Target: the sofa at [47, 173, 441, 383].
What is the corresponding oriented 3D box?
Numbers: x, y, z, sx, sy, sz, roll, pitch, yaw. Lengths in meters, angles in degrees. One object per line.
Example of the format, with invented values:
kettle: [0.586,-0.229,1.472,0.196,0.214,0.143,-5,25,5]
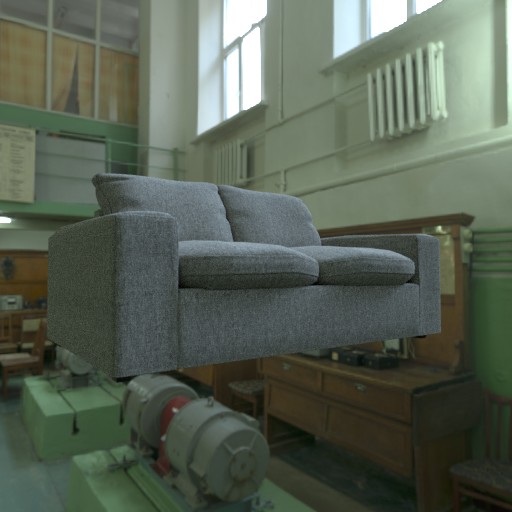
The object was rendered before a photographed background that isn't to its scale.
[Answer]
sofa: [0.000,0.000,2.265,1.758,0.877,1.094,1,-3,-35]
